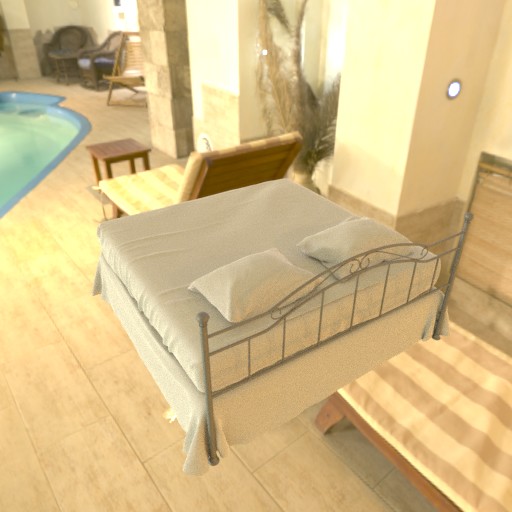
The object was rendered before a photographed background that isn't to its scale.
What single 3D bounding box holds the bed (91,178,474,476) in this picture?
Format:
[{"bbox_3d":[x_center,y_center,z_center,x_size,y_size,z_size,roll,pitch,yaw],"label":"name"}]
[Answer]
[{"bbox_3d":[0.000,0.000,3.507,2.309,1.080,2.220,-18,35,-28],"label":"bed"}]
